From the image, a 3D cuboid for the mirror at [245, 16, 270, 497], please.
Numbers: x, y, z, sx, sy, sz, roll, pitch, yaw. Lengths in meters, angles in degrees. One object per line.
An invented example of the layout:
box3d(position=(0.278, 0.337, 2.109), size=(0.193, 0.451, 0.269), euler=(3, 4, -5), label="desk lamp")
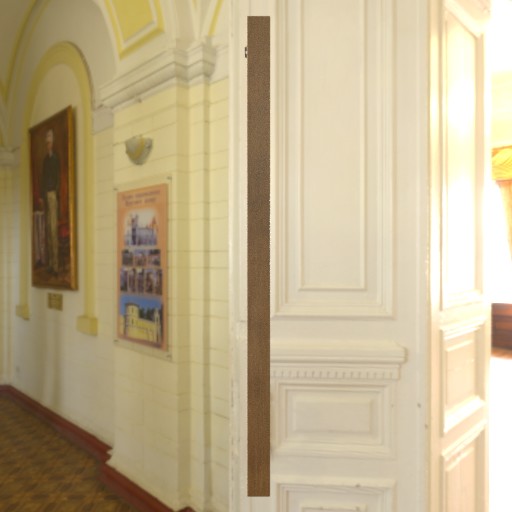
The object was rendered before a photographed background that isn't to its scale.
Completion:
box3d(position=(0.000, 0.000, 0.908), size=(0.039, 0.711, 0.508), euler=(0, 1, 0), label="mirror")
